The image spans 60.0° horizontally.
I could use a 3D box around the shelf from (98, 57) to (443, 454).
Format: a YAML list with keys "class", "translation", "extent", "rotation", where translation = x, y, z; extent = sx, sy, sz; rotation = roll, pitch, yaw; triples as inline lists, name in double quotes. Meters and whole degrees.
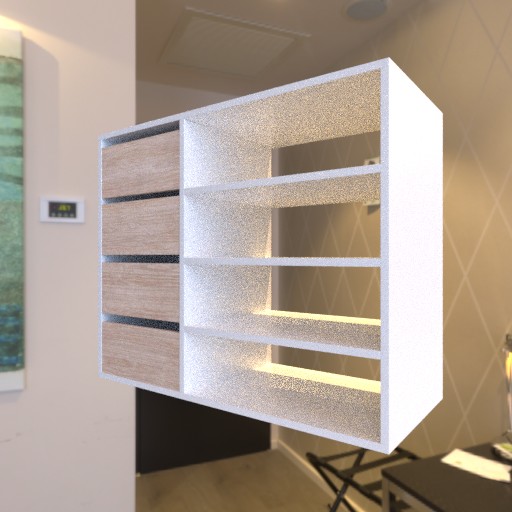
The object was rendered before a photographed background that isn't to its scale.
- class: "shelf"
  translation: [0.000, 0.000, 1.239]
  extent: [0.895, 0.732, 0.396]
  rotation: [0, 0, 36]
